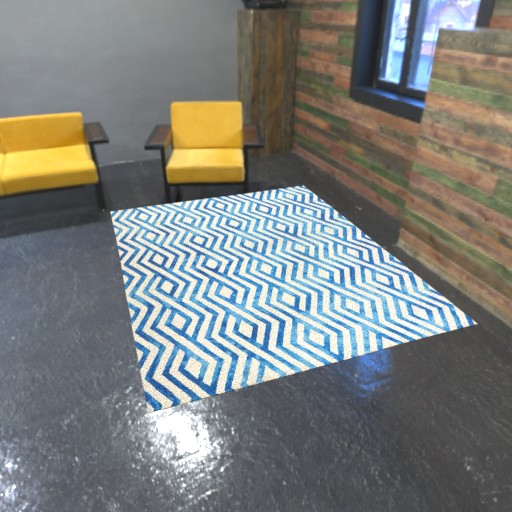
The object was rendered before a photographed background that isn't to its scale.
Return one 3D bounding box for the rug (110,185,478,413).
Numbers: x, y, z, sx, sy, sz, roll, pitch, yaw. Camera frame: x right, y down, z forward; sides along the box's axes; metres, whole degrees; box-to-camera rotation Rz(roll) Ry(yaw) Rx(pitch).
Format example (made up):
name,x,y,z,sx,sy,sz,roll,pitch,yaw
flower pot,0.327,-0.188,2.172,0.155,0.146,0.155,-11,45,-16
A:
name,x,y,z,sx,sy,sz,roll,pitch,yaw
rug,0.000,0.000,4.209,2.453,0.008,3.059,-10,31,-17
